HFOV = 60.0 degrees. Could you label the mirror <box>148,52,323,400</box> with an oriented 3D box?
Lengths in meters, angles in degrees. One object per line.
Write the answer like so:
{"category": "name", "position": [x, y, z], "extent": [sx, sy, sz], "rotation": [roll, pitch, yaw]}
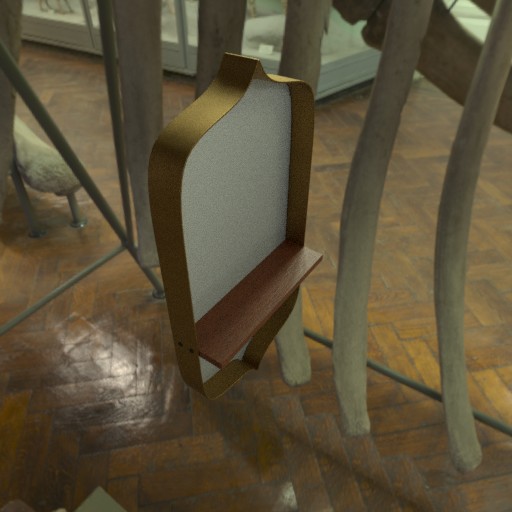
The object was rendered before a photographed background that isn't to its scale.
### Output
{"category": "mirror", "position": [0.000, 0.000, 0.727], "extent": [0.096, 0.613, 0.323], "rotation": [24, 45, 26]}
